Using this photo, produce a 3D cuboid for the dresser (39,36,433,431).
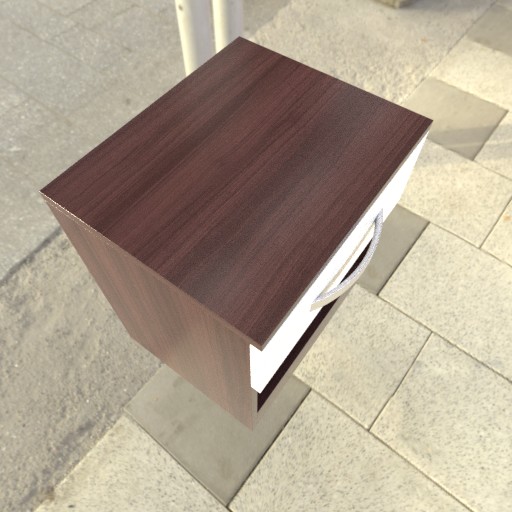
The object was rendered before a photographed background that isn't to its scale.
[{"bbox_3d":[0.000,0.000,0.765,0.360,0.470,0.400,32,63,18],"label":"dresser"}]
